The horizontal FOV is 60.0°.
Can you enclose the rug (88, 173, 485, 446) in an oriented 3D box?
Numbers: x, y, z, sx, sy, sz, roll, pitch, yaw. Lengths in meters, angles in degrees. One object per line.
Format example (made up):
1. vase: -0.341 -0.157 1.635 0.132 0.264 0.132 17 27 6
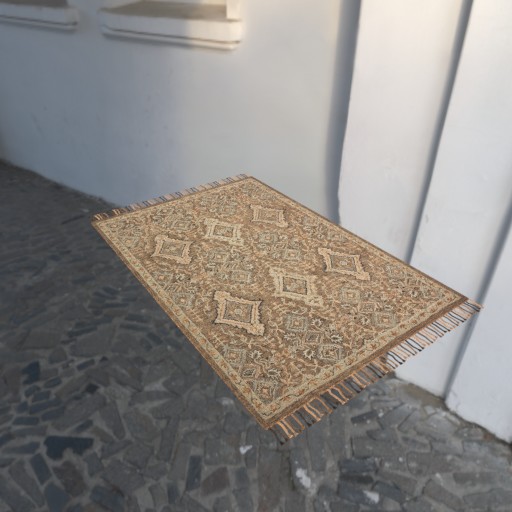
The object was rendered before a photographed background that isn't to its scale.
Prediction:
1. rug: 0.000 0.000 3.020 1.516 0.010 2.434 -22 39 -29
